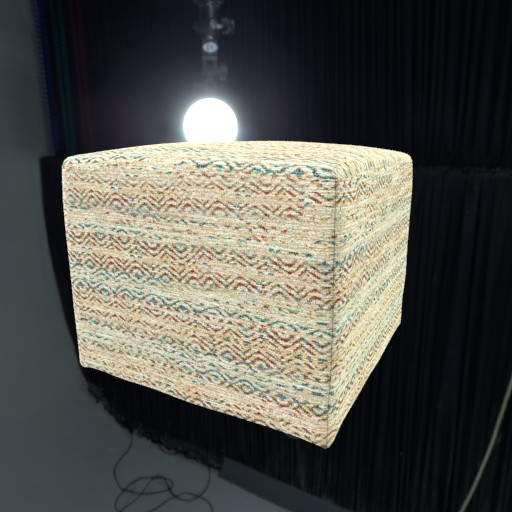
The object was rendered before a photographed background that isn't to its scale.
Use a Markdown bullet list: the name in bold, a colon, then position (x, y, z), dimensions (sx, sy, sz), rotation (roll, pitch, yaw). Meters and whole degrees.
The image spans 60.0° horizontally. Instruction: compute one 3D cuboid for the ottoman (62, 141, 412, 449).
- **ottoman**: position (0.000, 0.000, 0.902), dimensions (0.512, 0.453, 0.521), rotation (8, 17, 28)
